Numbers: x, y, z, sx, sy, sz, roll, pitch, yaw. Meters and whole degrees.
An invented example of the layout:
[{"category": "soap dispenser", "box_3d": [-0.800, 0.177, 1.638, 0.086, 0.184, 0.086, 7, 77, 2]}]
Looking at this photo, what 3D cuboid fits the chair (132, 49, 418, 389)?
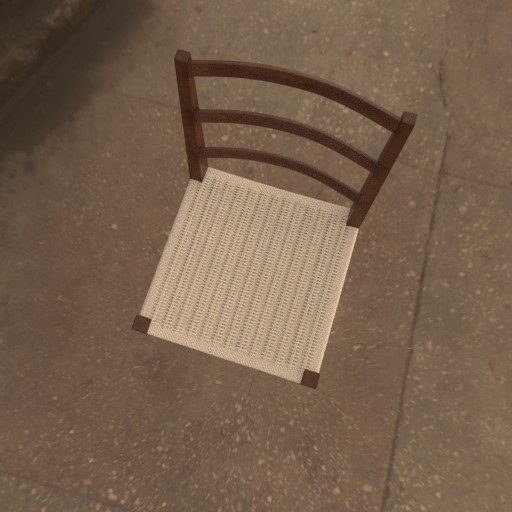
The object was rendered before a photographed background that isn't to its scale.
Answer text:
[{"category": "chair", "box_3d": [0.000, 0.000, 1.160, 0.480, 0.813, 0.551, 17, 76, 4]}]
